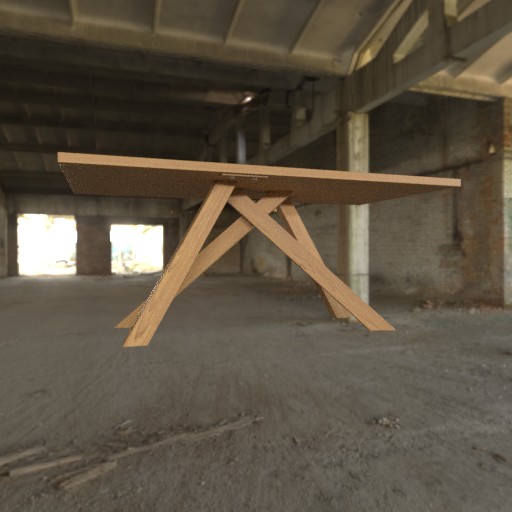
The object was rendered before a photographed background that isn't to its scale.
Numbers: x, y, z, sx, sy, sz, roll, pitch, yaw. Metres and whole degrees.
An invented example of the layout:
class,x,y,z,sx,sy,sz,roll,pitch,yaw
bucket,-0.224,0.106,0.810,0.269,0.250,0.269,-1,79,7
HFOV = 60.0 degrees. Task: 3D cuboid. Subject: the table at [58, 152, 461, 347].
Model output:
class,x,y,z,sx,sy,sz,roll,pitch,yaw
table,0.000,0.000,2.293,1.797,0.750,0.901,0,0,-19
